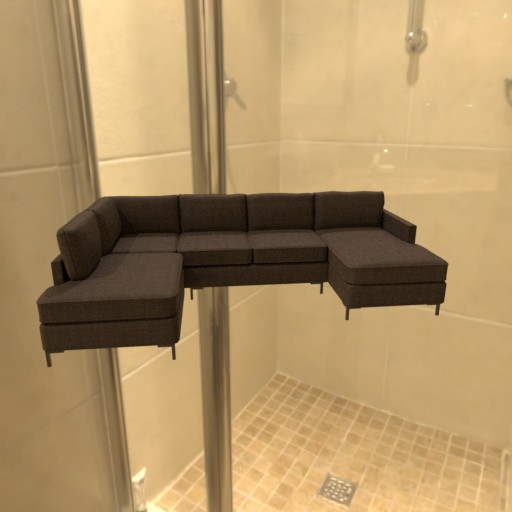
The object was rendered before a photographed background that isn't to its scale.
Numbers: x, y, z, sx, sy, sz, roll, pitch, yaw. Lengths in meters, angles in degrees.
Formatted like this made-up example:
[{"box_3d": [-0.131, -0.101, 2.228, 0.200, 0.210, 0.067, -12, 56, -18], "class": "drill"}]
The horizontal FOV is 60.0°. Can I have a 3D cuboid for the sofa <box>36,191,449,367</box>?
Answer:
[{"box_3d": [0.000, 0.000, 4.309, 3.423, 0.999, 2.048, -2, 18, -6], "class": "sofa"}]
